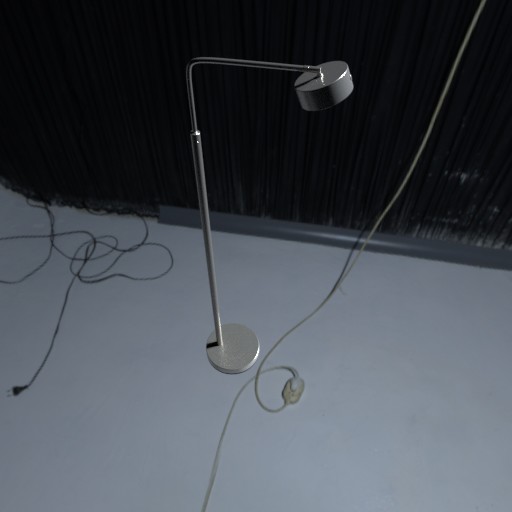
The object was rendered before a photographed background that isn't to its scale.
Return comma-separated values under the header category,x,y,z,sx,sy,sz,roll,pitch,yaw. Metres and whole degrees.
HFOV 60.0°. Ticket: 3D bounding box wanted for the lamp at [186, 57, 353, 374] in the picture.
category,x,y,z,sx,sy,sz,roll,pitch,yaw
lamp,0.000,0.000,1.405,0.421,1.250,0.222,9,49,8
